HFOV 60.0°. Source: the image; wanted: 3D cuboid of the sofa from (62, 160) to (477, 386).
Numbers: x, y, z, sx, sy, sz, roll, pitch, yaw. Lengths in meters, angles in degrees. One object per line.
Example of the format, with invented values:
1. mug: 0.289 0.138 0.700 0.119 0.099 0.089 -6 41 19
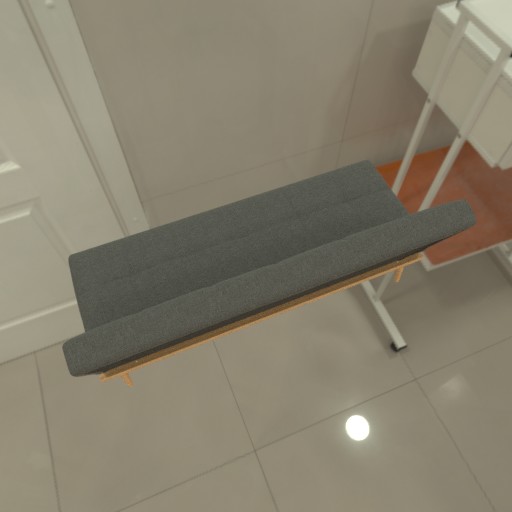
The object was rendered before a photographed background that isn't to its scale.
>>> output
1. sofa: 0.000 0.000 2.254 1.820 0.770 0.820 -19 60 -12
